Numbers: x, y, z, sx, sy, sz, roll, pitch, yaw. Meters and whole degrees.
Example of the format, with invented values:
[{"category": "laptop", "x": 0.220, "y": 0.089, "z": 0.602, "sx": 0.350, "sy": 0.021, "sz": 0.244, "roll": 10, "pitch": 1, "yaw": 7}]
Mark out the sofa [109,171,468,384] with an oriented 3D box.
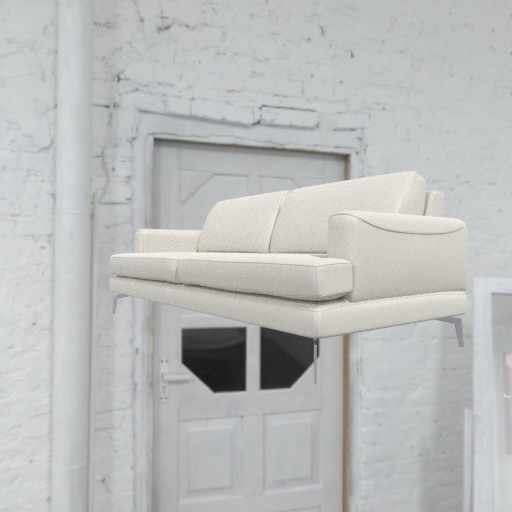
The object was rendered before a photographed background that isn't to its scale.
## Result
[{"category": "sofa", "x": 0.000, "y": 0.000, "z": 2.405, "sx": 0.974, "sy": 0.765, "sz": 1.940, "roll": -1, "pitch": 1, "yaw": -37}]
